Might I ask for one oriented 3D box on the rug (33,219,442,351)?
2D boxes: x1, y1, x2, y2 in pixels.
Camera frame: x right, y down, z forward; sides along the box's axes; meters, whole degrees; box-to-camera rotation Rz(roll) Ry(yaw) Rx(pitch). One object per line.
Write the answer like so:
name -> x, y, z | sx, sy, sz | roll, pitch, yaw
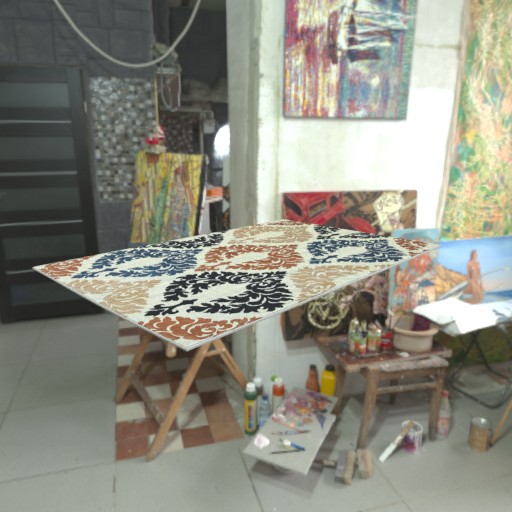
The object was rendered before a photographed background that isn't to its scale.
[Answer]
rug -> 0.000, 0.000, 2.898 | 1.514, 0.014, 2.275 | 14, 20, 43
